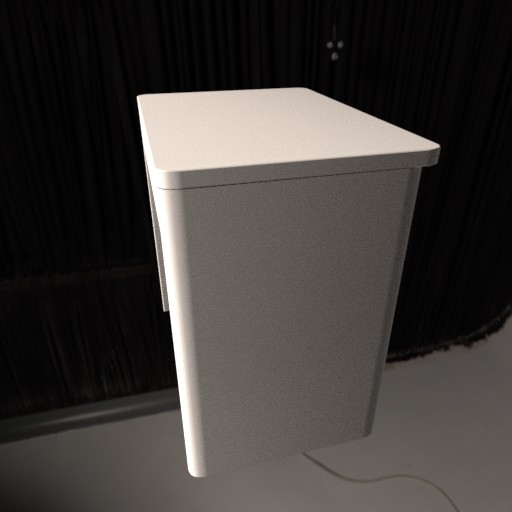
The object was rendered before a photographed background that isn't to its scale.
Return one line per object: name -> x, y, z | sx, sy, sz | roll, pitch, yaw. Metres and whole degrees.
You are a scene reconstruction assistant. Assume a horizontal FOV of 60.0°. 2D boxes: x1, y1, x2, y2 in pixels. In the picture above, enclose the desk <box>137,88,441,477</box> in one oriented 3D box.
desk -> 0.000, 0.000, 1.293 | 0.549, 0.800, 0.762 | -8, 30, -13
